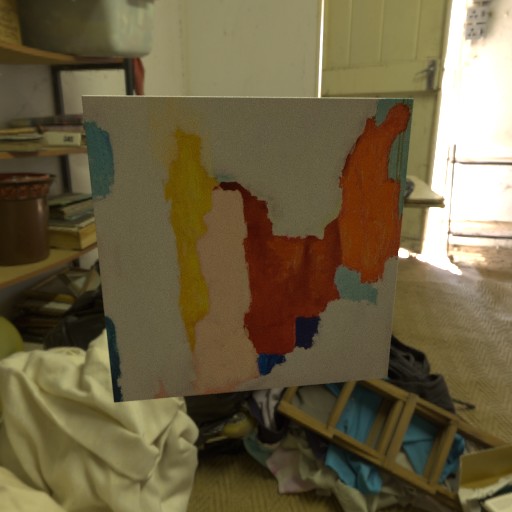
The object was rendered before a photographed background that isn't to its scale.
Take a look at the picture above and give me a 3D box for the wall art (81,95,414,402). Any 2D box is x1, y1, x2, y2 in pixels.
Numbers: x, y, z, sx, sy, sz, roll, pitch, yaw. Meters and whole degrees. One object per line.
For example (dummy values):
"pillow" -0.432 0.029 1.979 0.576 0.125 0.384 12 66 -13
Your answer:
"wall art" 0.000 0.000 1.506 1.017 1.017 0.044 -3 17 -9
